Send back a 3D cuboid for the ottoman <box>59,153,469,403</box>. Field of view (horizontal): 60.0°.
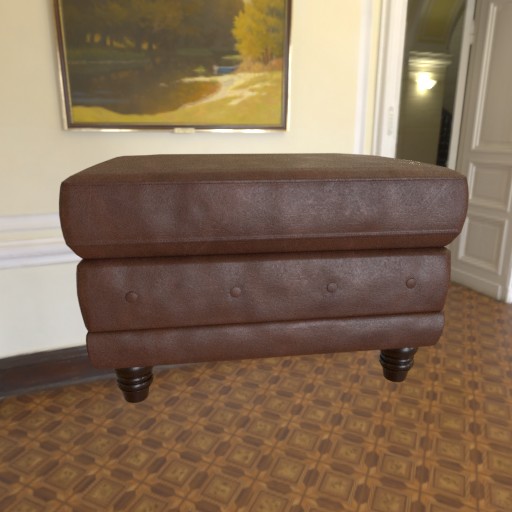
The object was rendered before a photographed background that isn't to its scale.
[{"bbox_3d":[0.000,0.000,1.157,0.795,0.509,0.588,-2,16,-8],"label":"ottoman"}]
